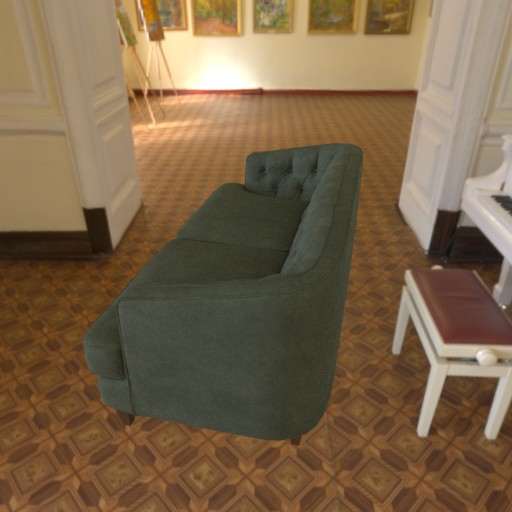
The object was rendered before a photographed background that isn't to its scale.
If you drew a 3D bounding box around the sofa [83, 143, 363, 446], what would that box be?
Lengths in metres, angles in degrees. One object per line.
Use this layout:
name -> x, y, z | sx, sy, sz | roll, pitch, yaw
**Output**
sofa -> 0.000, 0.000, 2.261 | 0.941, 0.855, 1.733 | 7, 31, 13
